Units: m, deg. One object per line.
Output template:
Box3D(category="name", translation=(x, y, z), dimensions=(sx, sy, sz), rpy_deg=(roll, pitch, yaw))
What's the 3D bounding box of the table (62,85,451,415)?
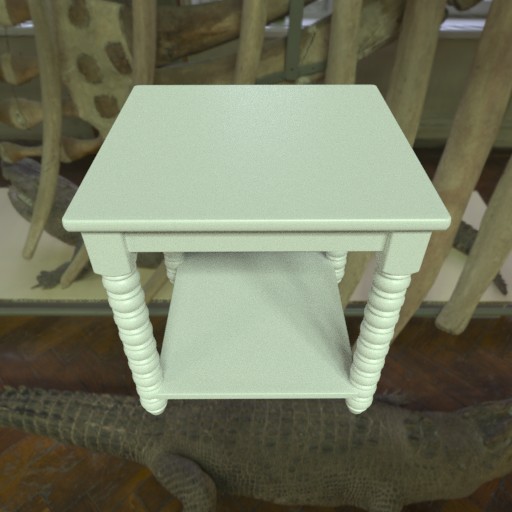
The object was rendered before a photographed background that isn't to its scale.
Box3D(category="table", translation=(0.000, 0.000, 0.968), dimensions=(0.533, 0.563, 0.500), rpy_deg=(0, 41, 0))
